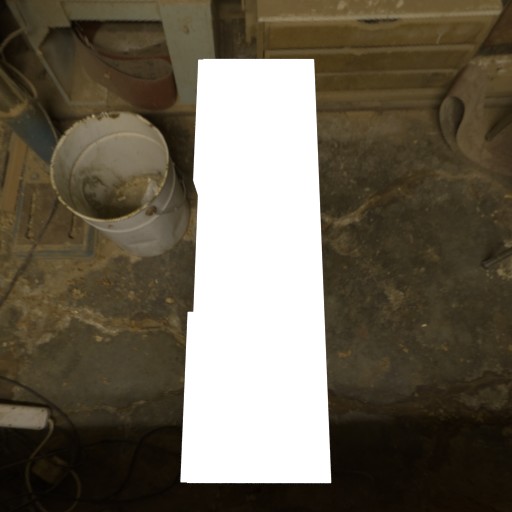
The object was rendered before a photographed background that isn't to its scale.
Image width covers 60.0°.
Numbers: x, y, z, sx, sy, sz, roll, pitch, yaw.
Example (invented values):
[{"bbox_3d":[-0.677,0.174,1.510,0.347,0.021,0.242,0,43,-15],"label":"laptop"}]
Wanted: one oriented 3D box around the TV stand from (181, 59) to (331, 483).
[{"bbox_3d":[0.000,0.000,1.574,0.420,0.310,1.400,0,74,0],"label":"TV stand"}]
